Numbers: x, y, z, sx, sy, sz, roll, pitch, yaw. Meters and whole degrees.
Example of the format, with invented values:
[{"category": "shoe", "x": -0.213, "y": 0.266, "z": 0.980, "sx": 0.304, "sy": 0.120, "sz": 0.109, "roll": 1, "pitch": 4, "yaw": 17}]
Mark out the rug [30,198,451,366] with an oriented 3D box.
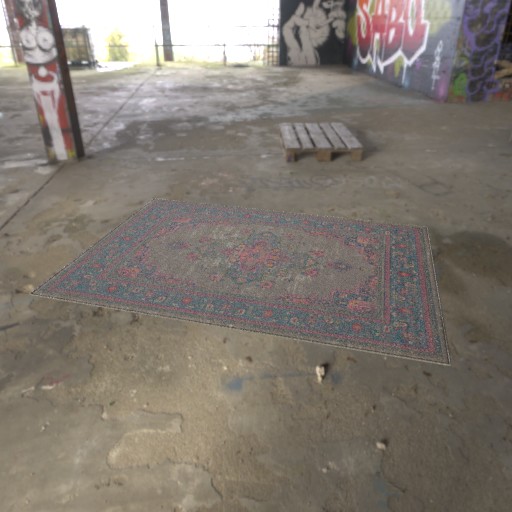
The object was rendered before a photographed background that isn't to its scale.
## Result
[{"category": "rug", "x": 0.000, "y": 0.000, "z": 3.751, "sx": 2.890, "sy": 0.013, "sz": 2.005, "roll": 7, "pitch": 29, "yaw": 13}]
